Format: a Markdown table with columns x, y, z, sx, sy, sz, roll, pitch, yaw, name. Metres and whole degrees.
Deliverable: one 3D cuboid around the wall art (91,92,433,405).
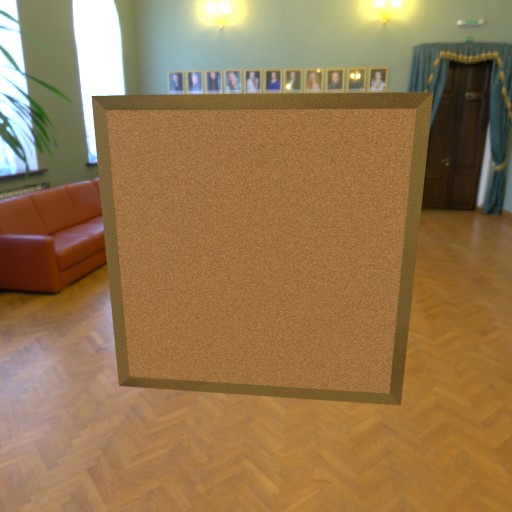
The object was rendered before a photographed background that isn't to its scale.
| x | y | z | sx | sy | sz | roll | pitch | yaw | name |
| --- | --- | --- | --- | --- | --- | --- | --- | --- | --- |
| 0.000 | 0.000 | 0.741 | 0.507 | 0.508 | 0.038 | 2 | 16 | 7 | wall art |
